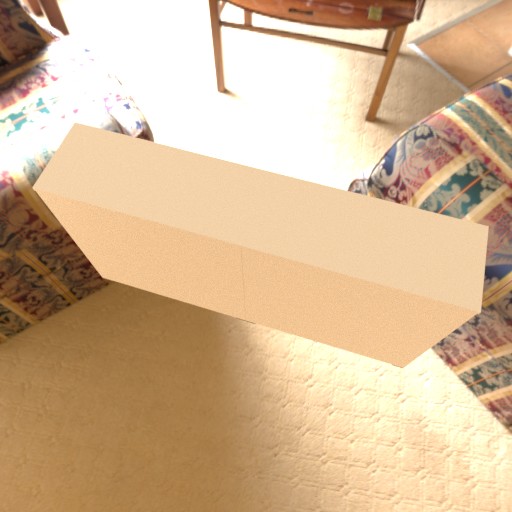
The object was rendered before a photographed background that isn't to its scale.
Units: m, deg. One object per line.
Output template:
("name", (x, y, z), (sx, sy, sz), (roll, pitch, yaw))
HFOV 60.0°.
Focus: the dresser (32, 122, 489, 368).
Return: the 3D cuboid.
("dresser", (0.000, 0.000, 1.872), (1.535, 0.790, 0.333), (16, 65, 8))
